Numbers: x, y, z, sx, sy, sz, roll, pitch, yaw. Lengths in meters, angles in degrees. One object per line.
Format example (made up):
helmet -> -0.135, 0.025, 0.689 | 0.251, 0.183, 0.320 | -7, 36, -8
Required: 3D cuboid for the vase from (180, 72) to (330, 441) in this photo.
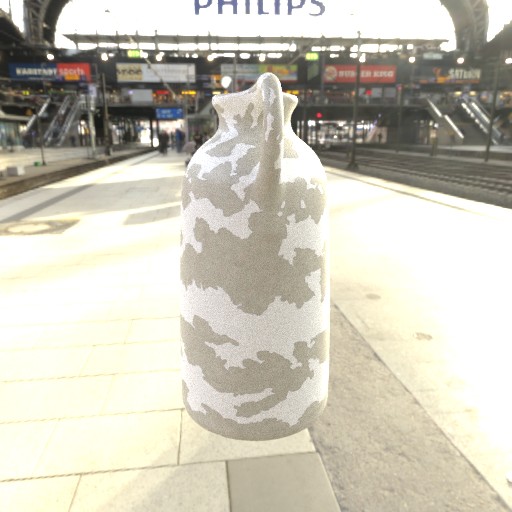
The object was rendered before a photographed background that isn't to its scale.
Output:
vase -> 0.000, 0.000, 0.517 | 0.186, 0.382, 0.203 | -3, 16, -9
